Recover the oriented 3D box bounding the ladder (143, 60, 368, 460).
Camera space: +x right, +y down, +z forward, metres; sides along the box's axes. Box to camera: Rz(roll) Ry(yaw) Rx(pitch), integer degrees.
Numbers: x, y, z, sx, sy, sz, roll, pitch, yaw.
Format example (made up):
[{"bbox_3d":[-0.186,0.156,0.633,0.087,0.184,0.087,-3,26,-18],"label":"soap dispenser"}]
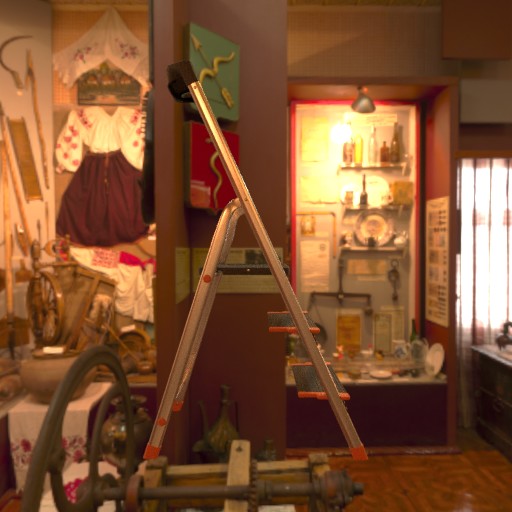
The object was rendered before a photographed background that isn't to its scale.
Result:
[{"bbox_3d":[0.000,0.000,1.538,0.686,1.229,0.416,0,2,1],"label":"ladder"}]
